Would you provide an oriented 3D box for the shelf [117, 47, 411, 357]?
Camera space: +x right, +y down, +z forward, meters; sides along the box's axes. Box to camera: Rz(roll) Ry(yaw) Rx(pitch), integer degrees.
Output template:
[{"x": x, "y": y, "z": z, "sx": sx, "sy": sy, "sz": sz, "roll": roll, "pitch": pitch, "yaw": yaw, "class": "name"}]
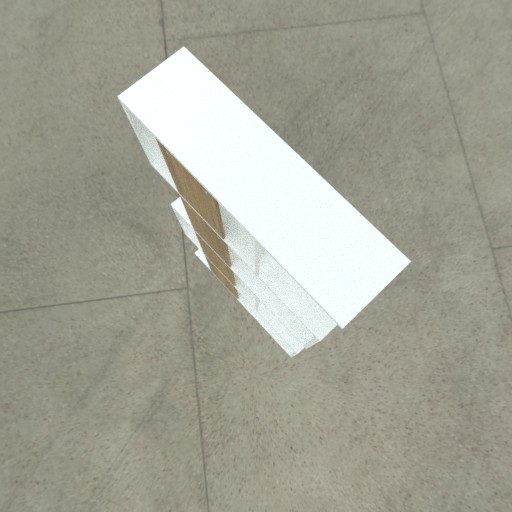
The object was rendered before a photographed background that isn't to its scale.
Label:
[{"x": 0.000, "y": 0.000, "z": 1.986, "sx": 0.250, "sy": 1.650, "sz": 0.890, "roll": -42, "pitch": 79, "yaw": -10, "class": "shelf"}]
